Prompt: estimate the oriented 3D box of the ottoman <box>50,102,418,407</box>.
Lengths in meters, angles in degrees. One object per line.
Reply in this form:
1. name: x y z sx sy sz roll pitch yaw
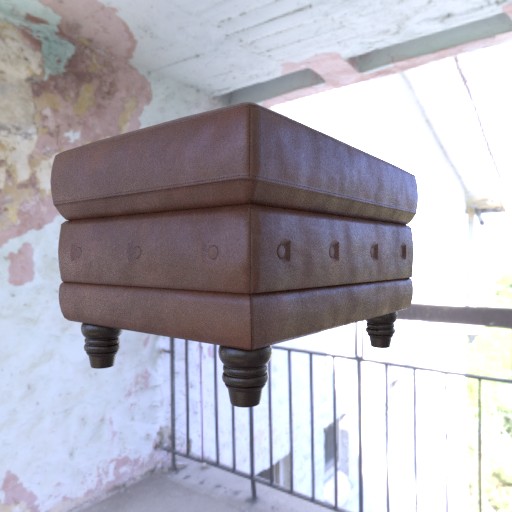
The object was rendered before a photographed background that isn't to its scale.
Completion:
1. ottoman: 0.000 0.000 1.139 0.588 0.509 0.795 0 0 37
